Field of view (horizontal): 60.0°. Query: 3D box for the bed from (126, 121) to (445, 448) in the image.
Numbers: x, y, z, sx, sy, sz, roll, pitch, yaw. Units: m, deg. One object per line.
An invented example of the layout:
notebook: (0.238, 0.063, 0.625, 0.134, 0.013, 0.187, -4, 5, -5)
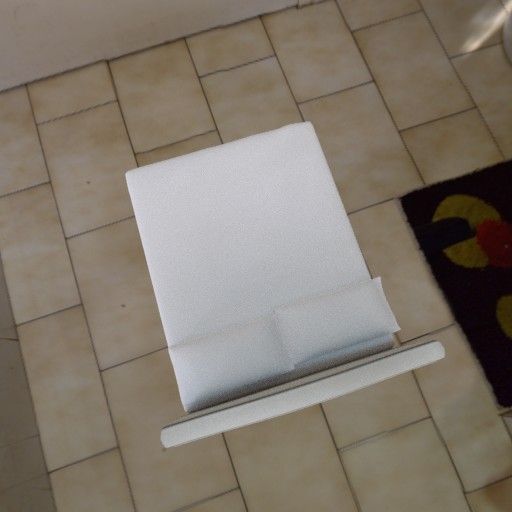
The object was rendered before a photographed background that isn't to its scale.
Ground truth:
bed: (0.000, 0.000, 3.402, 1.813, 1.607, 2.180, -17, 76, -4)
